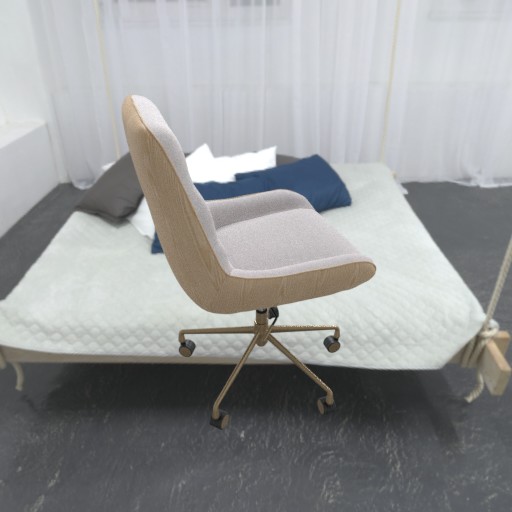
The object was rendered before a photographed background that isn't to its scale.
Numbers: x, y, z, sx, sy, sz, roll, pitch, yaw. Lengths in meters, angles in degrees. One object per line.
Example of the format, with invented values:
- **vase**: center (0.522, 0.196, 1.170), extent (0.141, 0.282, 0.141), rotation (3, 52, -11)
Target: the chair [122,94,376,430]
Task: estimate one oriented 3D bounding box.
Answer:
- **chair**: center (0.000, 0.000, 1.370), extent (0.668, 0.952, 0.564), rotation (-10, 32, -16)
